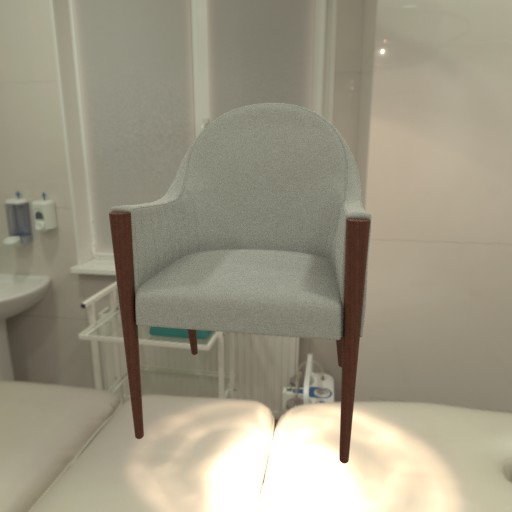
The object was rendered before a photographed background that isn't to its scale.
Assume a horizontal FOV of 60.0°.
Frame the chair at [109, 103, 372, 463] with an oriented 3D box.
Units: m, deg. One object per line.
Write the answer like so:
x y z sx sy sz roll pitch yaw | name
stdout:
0.000 0.000 1.290 0.610 0.889 0.620 3 15 10 | chair
